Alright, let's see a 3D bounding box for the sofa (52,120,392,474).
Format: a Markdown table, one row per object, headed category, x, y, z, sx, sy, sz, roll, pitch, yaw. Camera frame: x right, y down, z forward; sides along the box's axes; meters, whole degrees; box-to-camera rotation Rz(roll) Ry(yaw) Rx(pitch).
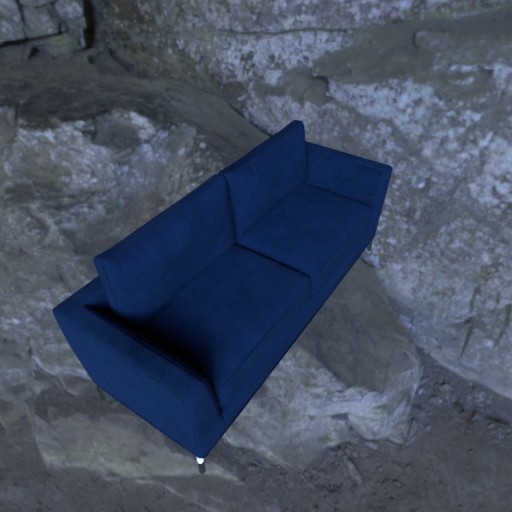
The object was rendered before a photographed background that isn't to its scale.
| category | x | y | z | sx | sy | sz | roll | pitch | yaw |
| --- | --- | --- | --- | --- | --- | --- | --- | --- | --- |
| sofa | 0.000 | 0.000 | 2.750 | 0.853 | 0.998 | 2.212 | 24 | 46 | 25 |
